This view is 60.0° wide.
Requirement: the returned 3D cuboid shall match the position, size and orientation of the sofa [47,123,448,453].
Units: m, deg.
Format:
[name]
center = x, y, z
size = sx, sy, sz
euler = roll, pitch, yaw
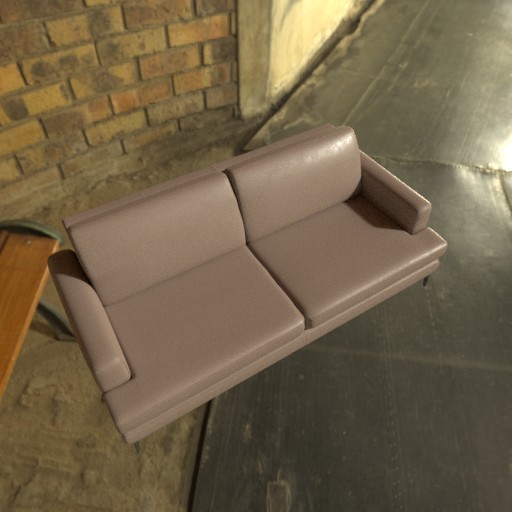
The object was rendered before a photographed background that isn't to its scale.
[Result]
[sofa]
center = 0.000, 0.000, 2.377
size = 1.940, 0.765, 0.974
euler = -25, 53, -21
